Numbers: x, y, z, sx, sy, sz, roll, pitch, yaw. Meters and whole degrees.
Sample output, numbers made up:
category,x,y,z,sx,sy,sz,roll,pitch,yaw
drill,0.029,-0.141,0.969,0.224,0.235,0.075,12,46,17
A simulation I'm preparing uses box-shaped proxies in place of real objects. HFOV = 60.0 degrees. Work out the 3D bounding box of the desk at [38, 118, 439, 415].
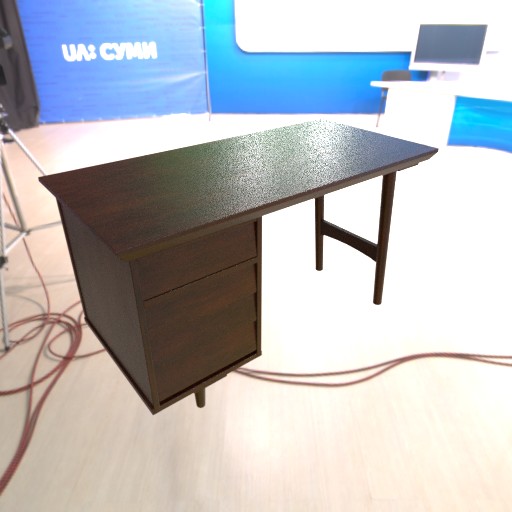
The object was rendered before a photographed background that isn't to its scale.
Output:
category,x,y,z,sx,sy,sz,roll,pitch,yaw
desk,0.000,0.000,1.727,1.277,0.758,0.612,-22,37,-32
